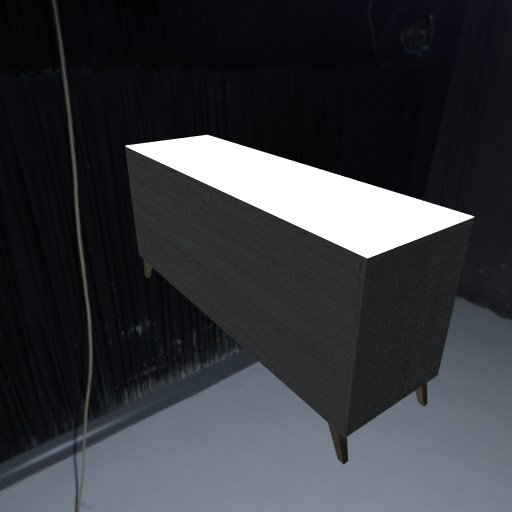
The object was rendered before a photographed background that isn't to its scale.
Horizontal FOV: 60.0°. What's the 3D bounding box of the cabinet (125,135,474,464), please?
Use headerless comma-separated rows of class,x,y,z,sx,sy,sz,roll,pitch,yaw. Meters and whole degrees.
cabinet,0.000,0.000,2.033,0.500,0.780,1.649,-18,31,-32
